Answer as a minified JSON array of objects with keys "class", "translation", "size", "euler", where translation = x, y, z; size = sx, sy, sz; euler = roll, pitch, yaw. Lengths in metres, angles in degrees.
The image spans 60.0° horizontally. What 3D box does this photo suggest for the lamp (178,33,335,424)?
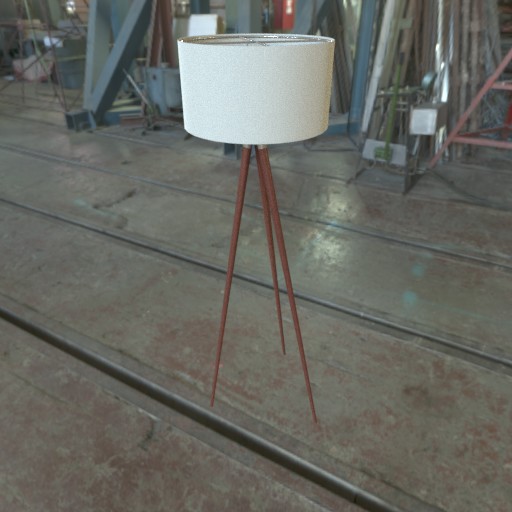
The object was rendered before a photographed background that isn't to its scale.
[{"class":"lamp","translation":[0.000,0.000,1.762],"size":[0.483,1.553,0.483],"euler":[-8,31,-13]}]
